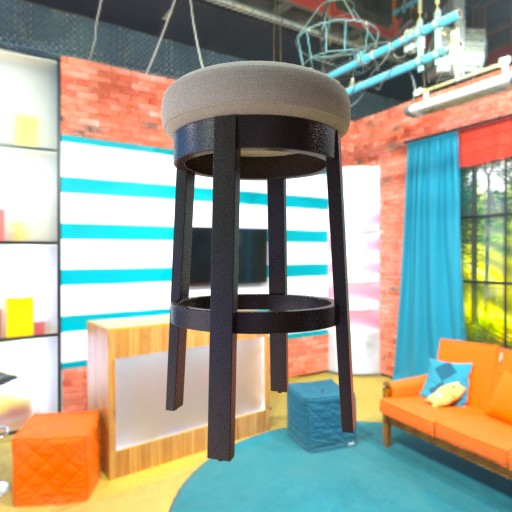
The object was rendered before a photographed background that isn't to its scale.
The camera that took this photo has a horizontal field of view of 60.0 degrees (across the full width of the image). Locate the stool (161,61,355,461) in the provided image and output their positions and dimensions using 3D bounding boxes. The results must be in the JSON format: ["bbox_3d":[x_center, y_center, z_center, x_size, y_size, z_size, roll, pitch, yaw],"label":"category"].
[{"bbox_3d":[0.000,0.000,1.024,0.446,0.758,0.446,0,0,0],"label":"stool"}]
